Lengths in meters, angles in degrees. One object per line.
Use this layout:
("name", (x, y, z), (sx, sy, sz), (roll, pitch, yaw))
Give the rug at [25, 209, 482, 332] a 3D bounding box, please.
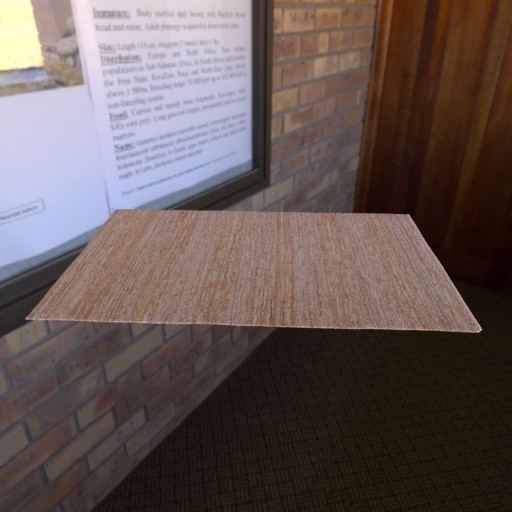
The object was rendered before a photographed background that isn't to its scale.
("rug", (0.000, 0.000, 3.022), (2.446, 0.009, 1.529), (1, 29, 2))
